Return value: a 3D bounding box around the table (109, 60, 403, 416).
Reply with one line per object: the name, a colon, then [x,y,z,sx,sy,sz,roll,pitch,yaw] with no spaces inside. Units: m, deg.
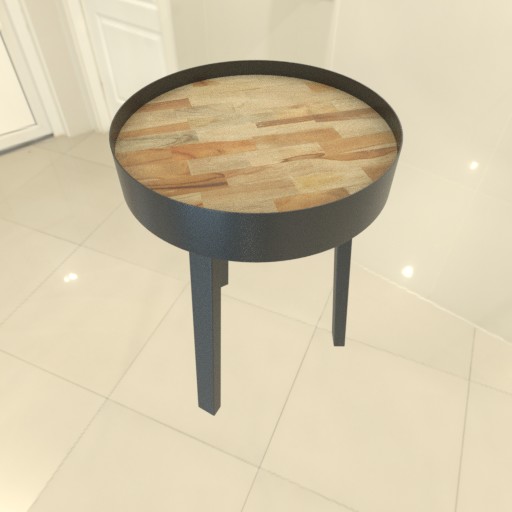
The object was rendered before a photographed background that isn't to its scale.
table: [0.000,0.000,0.830,0.406,0.559,0.406,0,46,0]
